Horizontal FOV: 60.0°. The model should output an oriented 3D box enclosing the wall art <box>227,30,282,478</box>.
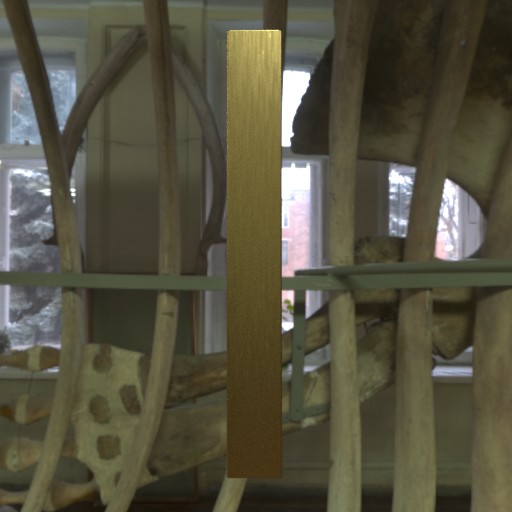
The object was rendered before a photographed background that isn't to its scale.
[{"bbox_3d":[0.000,0.000,0.453,0.037,0.305,0.305,0,-1,0],"label":"wall art"}]
